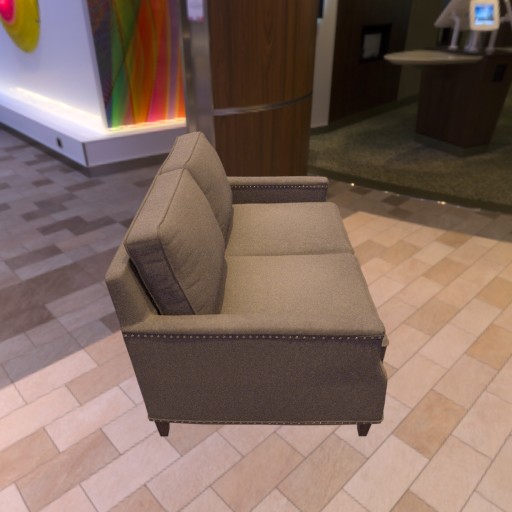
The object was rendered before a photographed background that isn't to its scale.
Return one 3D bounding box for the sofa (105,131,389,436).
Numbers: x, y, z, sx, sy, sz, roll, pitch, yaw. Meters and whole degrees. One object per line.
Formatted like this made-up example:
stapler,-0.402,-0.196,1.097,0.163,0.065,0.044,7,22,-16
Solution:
sofa,0.000,0.000,2.356,1.084,1.003,1.597,0,31,0
